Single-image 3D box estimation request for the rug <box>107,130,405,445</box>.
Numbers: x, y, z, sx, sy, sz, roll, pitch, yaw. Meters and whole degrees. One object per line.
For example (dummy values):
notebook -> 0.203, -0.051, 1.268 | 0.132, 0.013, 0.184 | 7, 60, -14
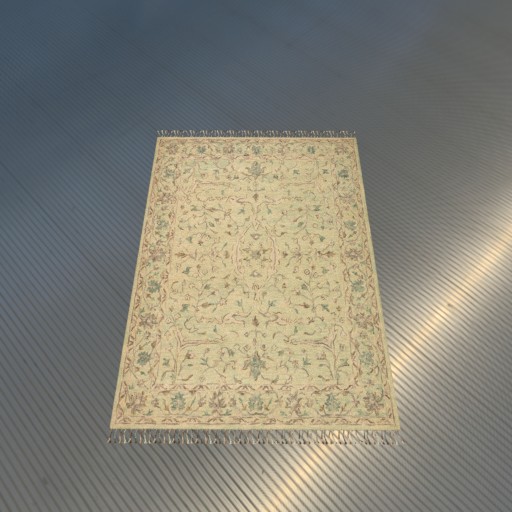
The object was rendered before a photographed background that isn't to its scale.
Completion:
rug -> 0.000, 0.000, 2.284 | 1.247, 0.008, 1.802 | 0, 59, 0
